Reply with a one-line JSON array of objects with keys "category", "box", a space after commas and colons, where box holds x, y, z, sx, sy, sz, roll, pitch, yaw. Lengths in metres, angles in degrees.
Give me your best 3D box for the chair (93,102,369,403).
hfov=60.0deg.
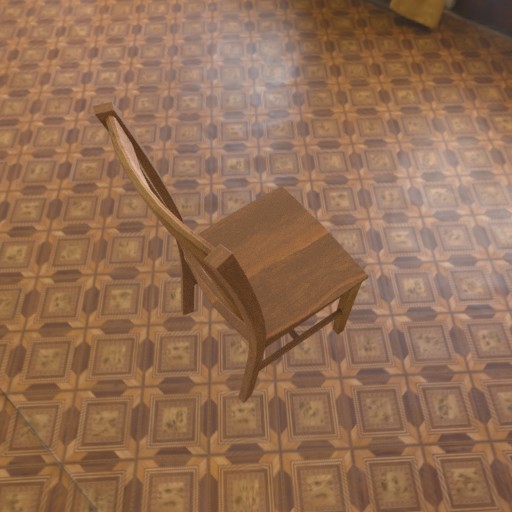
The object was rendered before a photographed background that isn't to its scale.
[{"category": "chair", "box": [0.000, 0.000, 1.308, 0.542, 0.983, 0.485, -30, 62, -18]}]
